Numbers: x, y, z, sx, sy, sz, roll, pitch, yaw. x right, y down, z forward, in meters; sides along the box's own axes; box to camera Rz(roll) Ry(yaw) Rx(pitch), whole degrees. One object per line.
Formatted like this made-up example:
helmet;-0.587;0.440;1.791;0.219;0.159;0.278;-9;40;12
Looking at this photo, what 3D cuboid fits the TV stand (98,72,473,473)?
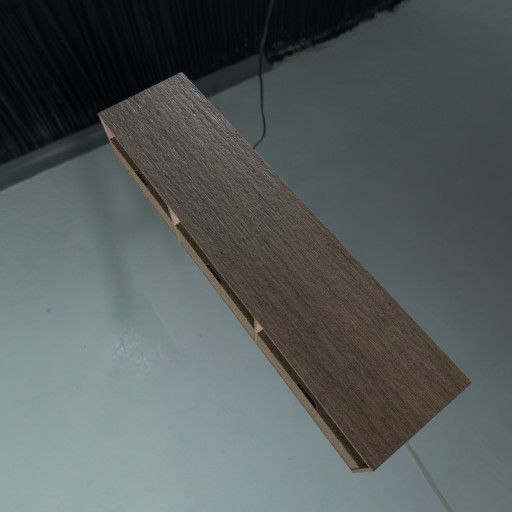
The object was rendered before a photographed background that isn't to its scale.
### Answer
TV stand;0.000;0.000;1.602;0.366;0.409;1.482;-33;68;-16
